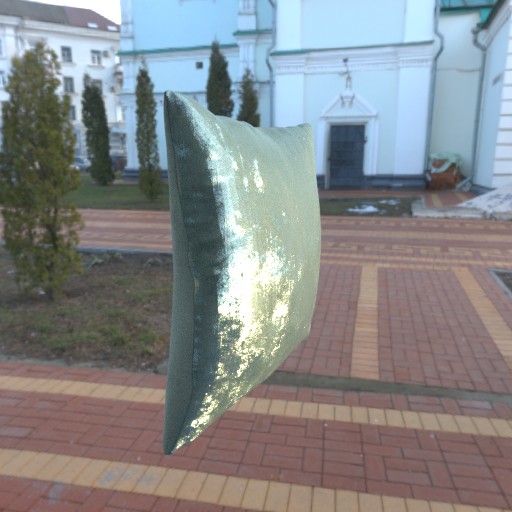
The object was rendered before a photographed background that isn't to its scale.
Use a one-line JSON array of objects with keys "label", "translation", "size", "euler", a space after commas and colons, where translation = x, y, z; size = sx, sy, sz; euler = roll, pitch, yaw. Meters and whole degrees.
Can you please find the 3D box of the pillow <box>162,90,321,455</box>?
[{"label": "pillow", "translation": [0.000, 0.000, 0.738], "size": [0.175, 0.464, 0.470], "euler": [6, 14, 27]}]
